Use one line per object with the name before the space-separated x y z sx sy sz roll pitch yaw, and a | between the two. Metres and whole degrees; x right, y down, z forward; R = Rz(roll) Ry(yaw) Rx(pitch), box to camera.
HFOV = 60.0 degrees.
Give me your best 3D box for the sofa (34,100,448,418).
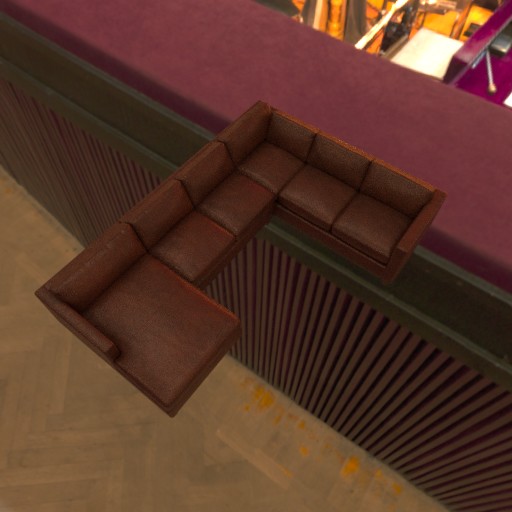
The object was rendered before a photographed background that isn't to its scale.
sofa | 0.000 0.000 4.488 2.452 0.891 3.324 33 63 19
